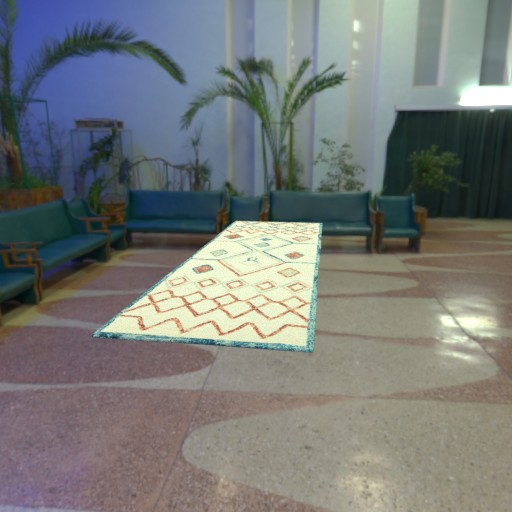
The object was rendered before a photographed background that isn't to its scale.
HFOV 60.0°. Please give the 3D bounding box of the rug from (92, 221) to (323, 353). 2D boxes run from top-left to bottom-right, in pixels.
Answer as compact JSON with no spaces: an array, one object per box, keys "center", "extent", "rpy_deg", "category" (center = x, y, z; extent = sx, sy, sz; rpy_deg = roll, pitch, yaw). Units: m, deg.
[{"center":[0.000,0.000,2.612],"extent":[0.750,0.011,2.435],"rpy_deg":[2,14,9],"category":"rug"}]
